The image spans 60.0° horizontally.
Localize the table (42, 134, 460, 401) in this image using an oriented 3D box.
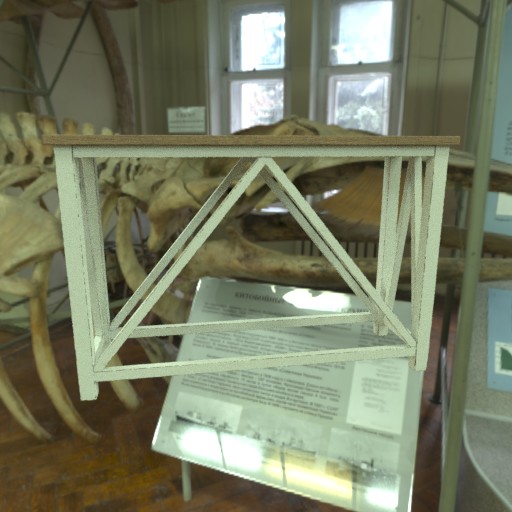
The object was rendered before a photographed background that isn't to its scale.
[{"bbox_3d":[0.000,0.000,1.791,1.400,0.930,0.450,-2,14,-9],"label":"table"}]
